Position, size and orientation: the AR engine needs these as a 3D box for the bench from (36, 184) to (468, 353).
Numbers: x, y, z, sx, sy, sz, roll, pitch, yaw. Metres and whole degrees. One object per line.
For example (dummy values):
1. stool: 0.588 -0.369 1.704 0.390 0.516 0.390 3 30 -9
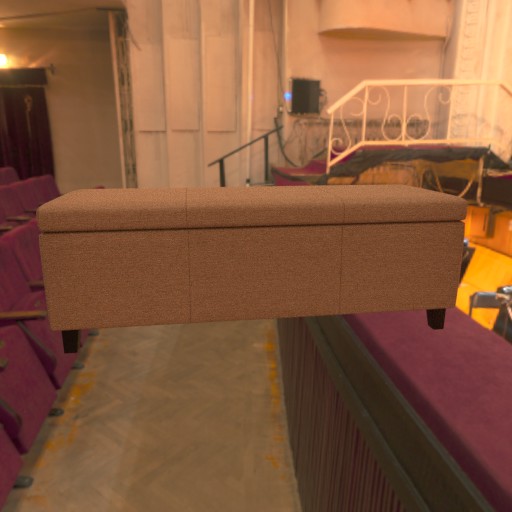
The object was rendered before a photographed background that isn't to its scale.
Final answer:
1. bench: 0.000 0.000 1.512 1.269 0.438 0.446 -2 15 -8
